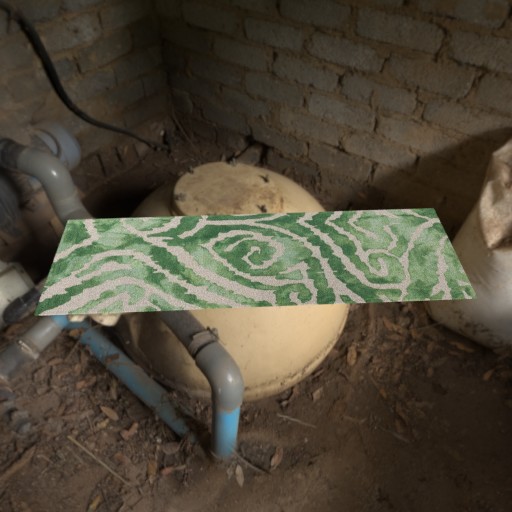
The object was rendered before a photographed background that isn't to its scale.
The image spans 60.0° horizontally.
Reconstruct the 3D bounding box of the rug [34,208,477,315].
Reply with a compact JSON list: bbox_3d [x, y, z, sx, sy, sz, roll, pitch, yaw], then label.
[{"bbox_3d":[0.000,0.000,2.695,2.438,0.006,0.761,-2,47,-2],"label":"rug"}]
